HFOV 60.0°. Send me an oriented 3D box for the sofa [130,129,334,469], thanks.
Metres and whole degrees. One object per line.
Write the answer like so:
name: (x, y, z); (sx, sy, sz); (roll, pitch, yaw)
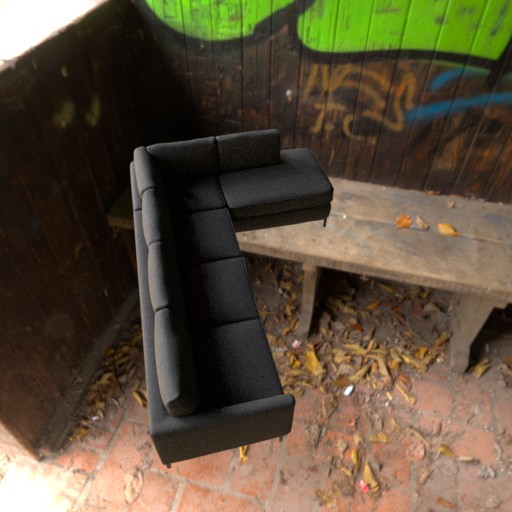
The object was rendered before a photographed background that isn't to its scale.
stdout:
sofa: (0.000, 0.000, 3.877); (1.984, 0.858, 2.972); (-10, 47, -9)
